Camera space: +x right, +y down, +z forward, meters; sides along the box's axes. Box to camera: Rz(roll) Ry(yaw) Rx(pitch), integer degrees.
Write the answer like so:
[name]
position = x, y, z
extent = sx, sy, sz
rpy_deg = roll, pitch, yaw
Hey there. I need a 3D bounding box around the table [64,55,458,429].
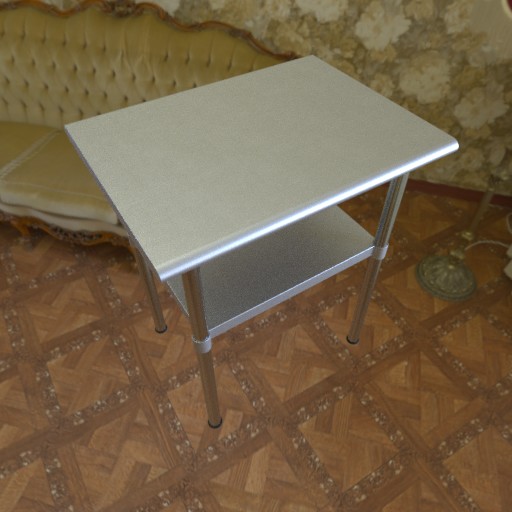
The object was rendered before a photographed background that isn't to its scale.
[table]
position = 0.000, 0.000, 1.383
extent = 0.762, 0.876, 0.584
rpy_deg = -25, 52, -21
